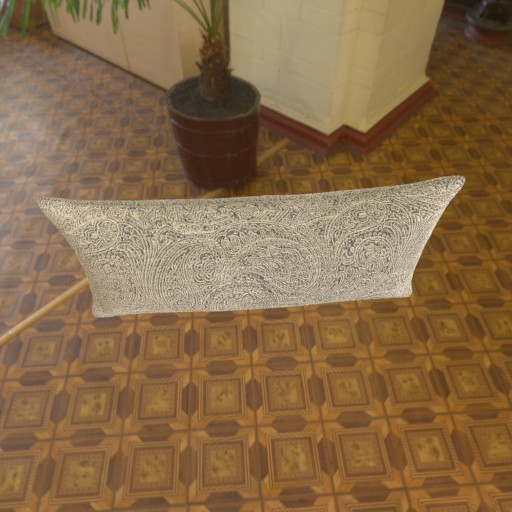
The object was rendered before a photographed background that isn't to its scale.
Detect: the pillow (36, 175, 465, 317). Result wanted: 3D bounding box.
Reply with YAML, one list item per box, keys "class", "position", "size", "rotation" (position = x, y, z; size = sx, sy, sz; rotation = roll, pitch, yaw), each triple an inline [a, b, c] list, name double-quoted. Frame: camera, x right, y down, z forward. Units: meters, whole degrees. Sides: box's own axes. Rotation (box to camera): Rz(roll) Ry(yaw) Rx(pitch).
- class: "pillow"
  position: [0.000, 0.000, 0.741]
  size: [0.615, 0.295, 0.151]
  rotation: [-3, 49, -3]
